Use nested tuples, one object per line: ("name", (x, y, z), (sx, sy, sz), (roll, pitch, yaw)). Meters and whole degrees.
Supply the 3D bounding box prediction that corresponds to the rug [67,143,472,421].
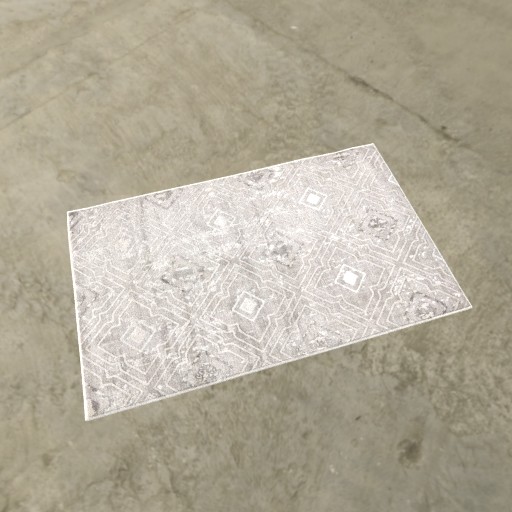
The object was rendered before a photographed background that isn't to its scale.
("rug", (0.000, 0.000, 3.046), (2.447, 0.036, 1.537), (-14, 60, -8))
